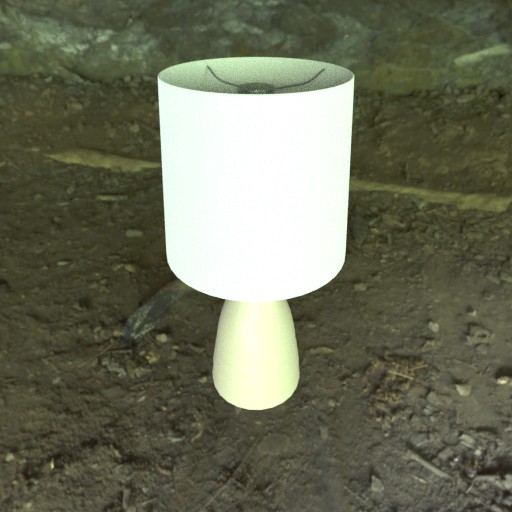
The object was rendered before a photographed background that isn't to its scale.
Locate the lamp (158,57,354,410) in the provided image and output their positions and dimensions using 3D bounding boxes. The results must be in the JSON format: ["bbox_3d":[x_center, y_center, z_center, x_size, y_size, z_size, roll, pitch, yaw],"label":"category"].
[{"bbox_3d":[0.000,0.000,0.475,0.186,0.369,0.186,0,33,0],"label":"lamp"}]
